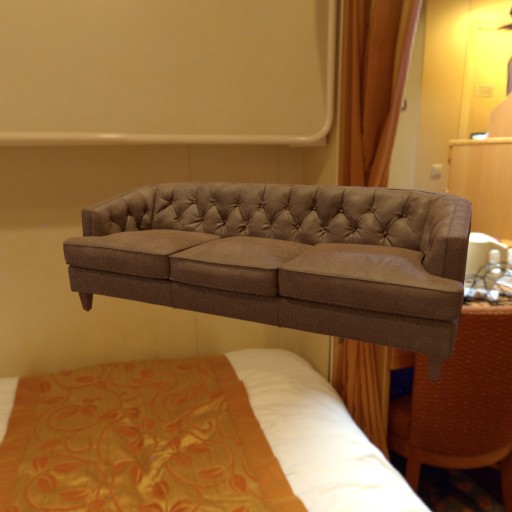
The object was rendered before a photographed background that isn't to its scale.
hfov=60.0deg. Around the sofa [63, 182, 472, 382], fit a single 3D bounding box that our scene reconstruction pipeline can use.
[{"bbox_3d":[0.000,0.000,2.596,2.227,0.787,0.927,6,14,25],"label":"sofa"}]
